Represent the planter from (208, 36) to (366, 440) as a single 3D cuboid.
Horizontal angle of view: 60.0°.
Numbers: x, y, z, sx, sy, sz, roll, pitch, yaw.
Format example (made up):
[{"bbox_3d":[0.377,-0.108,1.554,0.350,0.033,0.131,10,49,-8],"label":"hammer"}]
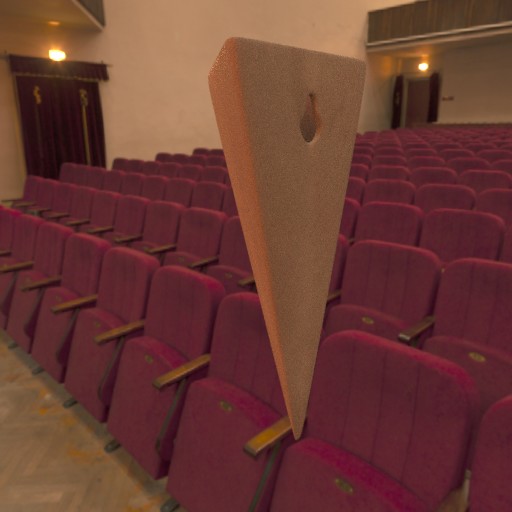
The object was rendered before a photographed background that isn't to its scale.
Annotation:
[{"bbox_3d":[0.000,0.000,0.273,0.101,0.224,0.081,-15,22,-42],"label":"planter"}]
